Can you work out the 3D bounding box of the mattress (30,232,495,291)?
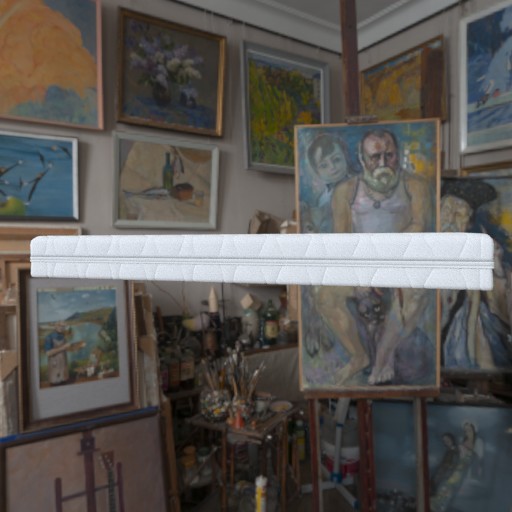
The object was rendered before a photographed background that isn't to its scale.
[{"bbox_3d":[0.000,0.000,2.235,2.000,0.200,0.900,0,2,19],"label":"mattress"}]
